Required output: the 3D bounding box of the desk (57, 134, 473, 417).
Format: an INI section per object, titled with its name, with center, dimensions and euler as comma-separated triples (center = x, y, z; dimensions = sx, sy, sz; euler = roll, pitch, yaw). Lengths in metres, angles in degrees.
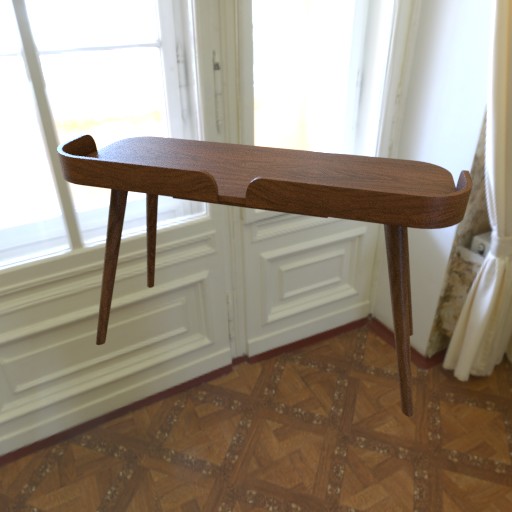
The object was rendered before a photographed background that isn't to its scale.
[desk]
center = 0.000, 0.000, 1.620
dimensions = 1.256, 0.800, 0.486
euler = 9, 32, 14
